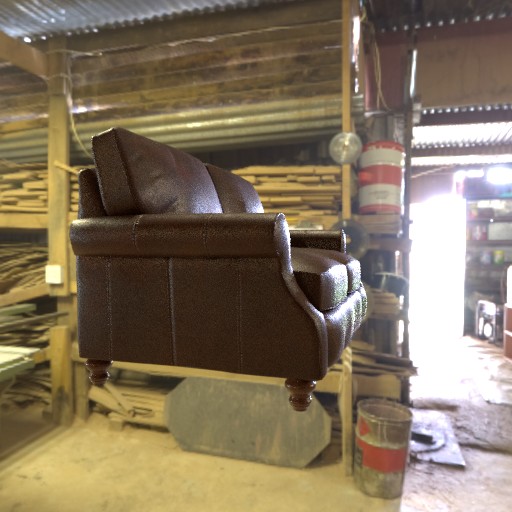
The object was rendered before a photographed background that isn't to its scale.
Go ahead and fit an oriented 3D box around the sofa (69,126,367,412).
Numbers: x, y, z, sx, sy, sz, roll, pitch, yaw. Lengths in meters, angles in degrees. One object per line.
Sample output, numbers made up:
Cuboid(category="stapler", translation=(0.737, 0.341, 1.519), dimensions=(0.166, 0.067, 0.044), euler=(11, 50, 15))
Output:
Cuboid(category="sofa", translation=(0.000, 0.000, 2.198), dimensions=(0.990, 0.976, 1.616), euler=(0, 1, 19))
